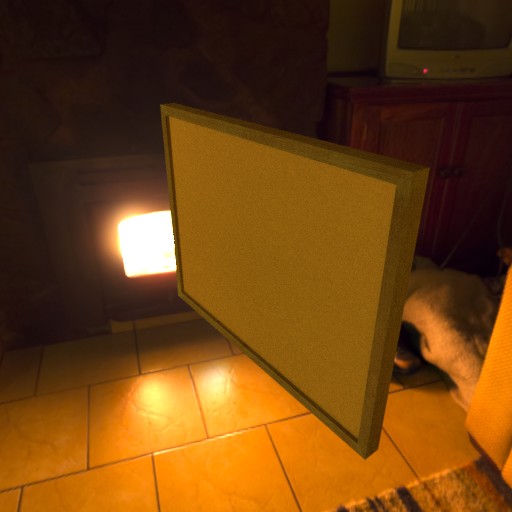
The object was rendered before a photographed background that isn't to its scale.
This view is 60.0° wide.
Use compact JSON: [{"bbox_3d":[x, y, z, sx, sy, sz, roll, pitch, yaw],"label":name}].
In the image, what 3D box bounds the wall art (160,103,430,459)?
[{"bbox_3d":[0.000,0.000,1.770,0.070,1.009,1.320,-19,33,-33],"label":"wall art"}]
